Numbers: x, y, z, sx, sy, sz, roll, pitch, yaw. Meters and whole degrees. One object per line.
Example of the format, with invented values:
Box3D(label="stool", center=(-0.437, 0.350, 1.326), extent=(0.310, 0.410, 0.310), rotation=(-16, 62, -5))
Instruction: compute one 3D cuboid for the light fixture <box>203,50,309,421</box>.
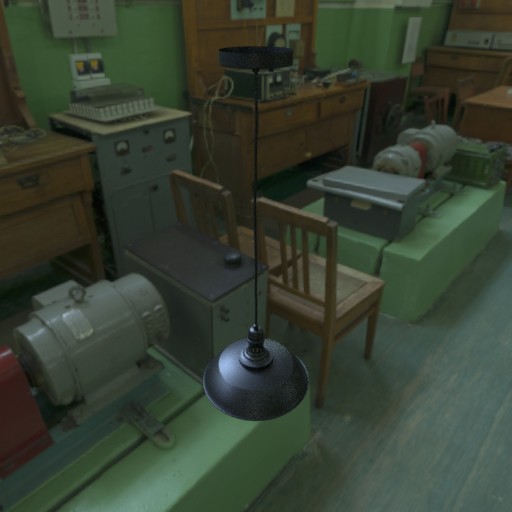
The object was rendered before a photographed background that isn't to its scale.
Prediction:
Box3D(label="light fixture", center=(0.000, 0.000, 1.172), extent=(0.331, 0.993, 0.331), rotation=(22, 37, 33))
